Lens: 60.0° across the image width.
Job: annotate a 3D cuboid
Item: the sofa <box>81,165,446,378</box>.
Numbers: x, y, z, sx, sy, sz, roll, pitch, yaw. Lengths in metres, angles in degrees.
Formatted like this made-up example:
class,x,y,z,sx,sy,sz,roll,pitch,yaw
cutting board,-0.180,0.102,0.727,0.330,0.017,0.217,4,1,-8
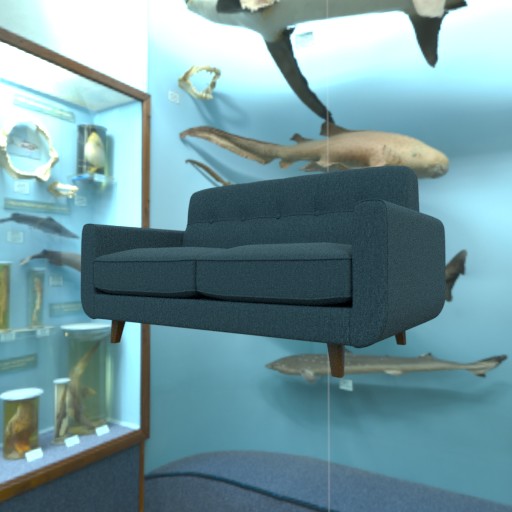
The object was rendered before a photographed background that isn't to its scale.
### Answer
class,x,y,z,sx,sy,sz,roll,pitch,yaw
sofa,0.000,0.000,2.275,1.651,0.896,0.942,-1,-2,34
